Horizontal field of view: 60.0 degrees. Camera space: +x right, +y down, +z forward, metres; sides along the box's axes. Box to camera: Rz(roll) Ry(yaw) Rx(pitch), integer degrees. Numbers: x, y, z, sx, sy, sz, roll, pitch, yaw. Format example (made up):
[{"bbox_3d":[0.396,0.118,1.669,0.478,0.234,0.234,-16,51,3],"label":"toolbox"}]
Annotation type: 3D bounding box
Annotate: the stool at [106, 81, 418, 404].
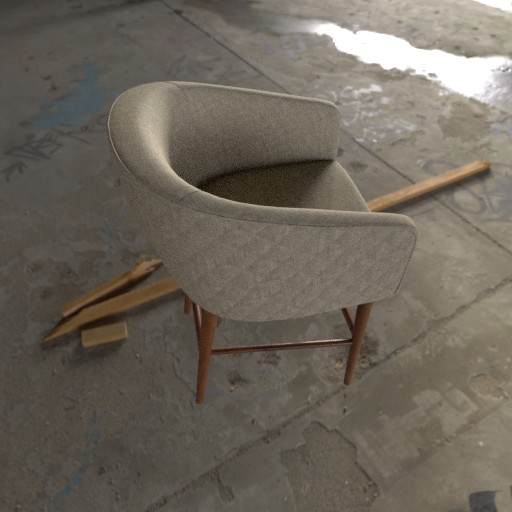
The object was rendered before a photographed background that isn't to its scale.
[{"bbox_3d":[0.000,0.000,1.306,0.635,0.952,0.559,-9,48,-8],"label":"stool"}]
